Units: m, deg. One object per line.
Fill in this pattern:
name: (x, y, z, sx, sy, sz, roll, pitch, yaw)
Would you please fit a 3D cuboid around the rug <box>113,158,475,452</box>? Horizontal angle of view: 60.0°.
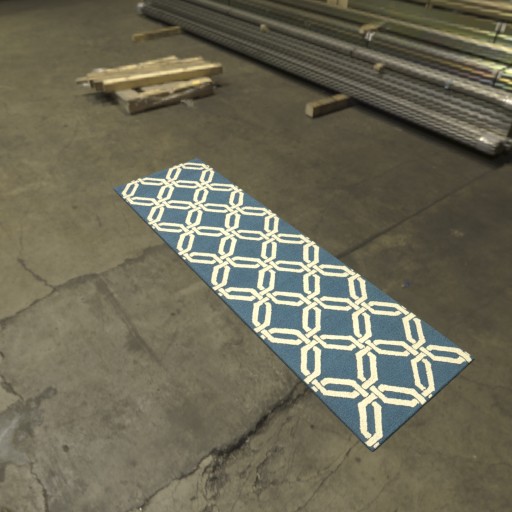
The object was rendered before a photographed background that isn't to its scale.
rug: (0.000, 0.000, 2.473, 0.678, 0.014, 2.276, -27, 48, -28)
